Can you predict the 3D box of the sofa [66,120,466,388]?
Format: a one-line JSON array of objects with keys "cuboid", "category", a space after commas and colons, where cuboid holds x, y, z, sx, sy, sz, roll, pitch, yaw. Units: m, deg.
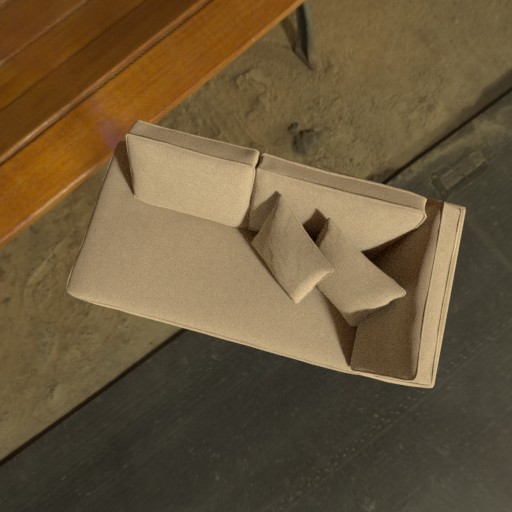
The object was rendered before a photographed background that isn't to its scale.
[{"cuboid": [0.000, 0.000, 2.807, 2.237, 1.033, 1.110, 15, 77, 4], "category": "sofa"}]
